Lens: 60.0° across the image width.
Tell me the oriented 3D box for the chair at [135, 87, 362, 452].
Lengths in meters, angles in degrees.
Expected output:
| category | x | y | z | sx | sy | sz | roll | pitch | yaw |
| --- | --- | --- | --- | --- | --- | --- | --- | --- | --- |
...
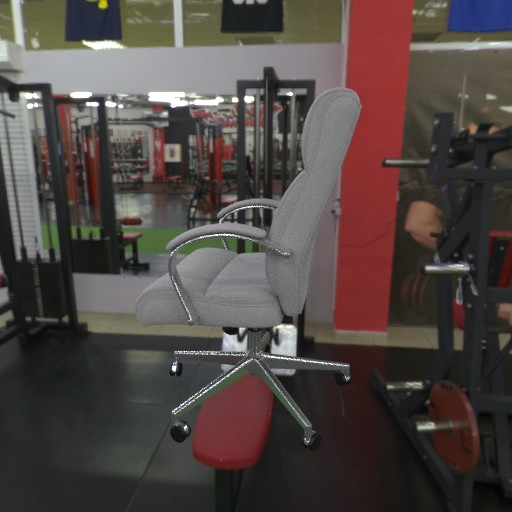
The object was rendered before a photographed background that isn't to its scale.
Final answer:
| category | x | y | z | sx | sy | sz | roll | pitch | yaw |
| --- | --- | --- | --- | --- | --- | --- | --- | --- | --- |
| chair | 0.000 | 0.000 | 1.620 | 0.745 | 1.099 | 0.727 | 2 | 14 | 9 |
